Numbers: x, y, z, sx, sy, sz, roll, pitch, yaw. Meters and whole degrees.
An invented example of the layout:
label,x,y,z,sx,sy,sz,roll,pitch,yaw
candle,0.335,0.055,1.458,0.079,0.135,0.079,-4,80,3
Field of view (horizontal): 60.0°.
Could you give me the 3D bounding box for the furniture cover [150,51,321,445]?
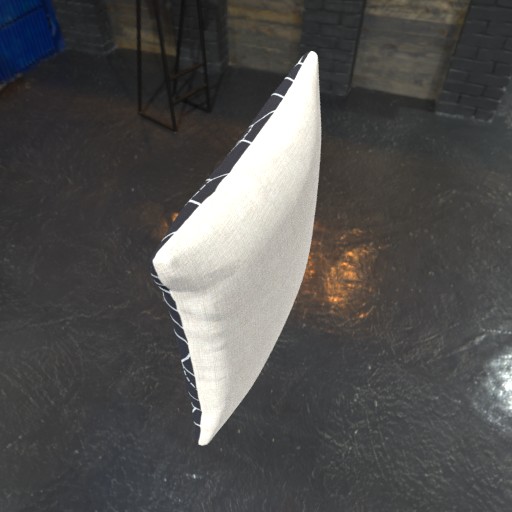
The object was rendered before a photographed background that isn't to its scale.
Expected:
label,x,y,z,sx,sy,sz,roll,pitch,yaw
furniture cover,0.000,0.000,0.773,0.158,0.508,0.517,17,49,15
